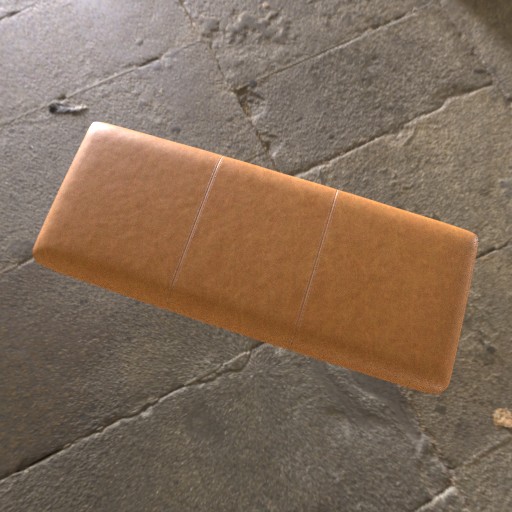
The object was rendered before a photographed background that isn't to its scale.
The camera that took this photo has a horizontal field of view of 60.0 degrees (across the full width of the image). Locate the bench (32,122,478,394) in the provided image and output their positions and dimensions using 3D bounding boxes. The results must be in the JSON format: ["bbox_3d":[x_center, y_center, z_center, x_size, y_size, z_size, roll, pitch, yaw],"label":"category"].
[{"bbox_3d":[0.000,0.000,1.832,1.610,0.399,0.653,17,76,4],"label":"bench"}]
